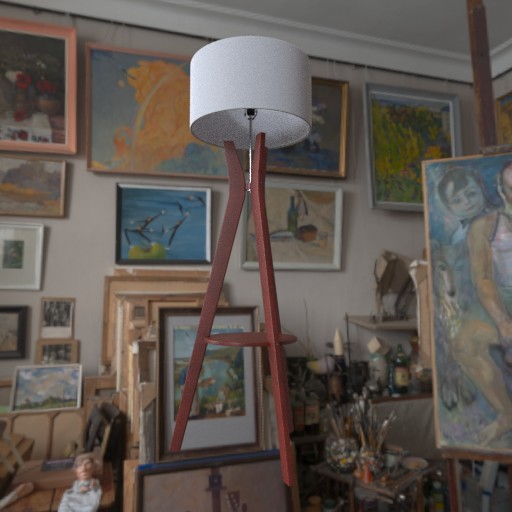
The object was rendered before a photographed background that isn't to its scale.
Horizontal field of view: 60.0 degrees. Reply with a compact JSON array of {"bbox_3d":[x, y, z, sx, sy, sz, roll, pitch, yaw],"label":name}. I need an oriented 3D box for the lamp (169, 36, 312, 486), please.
[{"bbox_3d":[0.000,0.000,1.729,0.539,1.472,0.542,-3,-5,34],"label":"lamp"}]
